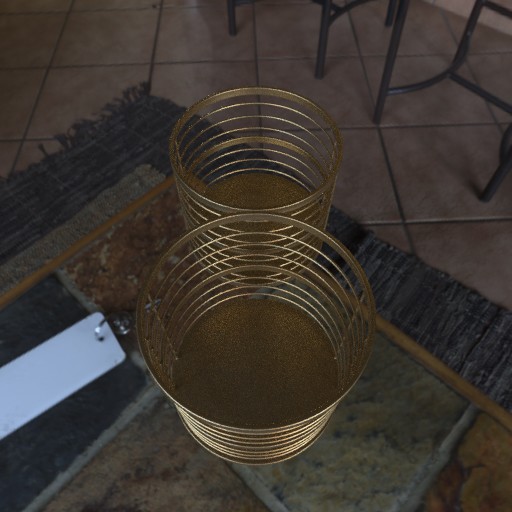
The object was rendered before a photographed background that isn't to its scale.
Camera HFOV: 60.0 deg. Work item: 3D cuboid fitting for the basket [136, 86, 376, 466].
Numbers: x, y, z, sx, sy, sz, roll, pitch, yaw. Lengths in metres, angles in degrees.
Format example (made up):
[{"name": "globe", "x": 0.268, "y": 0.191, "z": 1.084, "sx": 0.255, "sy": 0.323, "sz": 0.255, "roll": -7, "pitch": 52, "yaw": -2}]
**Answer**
[{"name": "basket", "x": 0.000, "y": 0.000, "z": 0.912, "sx": 0.356, "sy": 0.351, "sz": 0.746, "roll": 0, "pitch": 58, "yaw": 0}]
